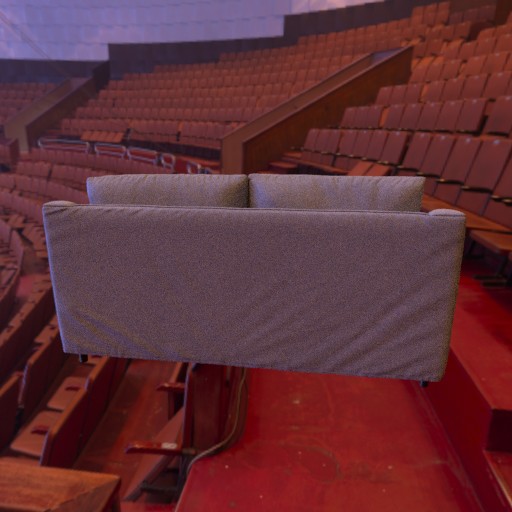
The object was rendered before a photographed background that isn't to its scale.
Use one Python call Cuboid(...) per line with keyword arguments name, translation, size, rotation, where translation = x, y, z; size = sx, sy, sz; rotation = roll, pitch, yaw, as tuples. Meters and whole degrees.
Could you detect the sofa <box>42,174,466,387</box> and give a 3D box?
Cuboid(name="sofa", translation=(0.000, 0.000, 2.628), size=(2.010, 1.018, 1.072), rotation=(2, 16, 7))
